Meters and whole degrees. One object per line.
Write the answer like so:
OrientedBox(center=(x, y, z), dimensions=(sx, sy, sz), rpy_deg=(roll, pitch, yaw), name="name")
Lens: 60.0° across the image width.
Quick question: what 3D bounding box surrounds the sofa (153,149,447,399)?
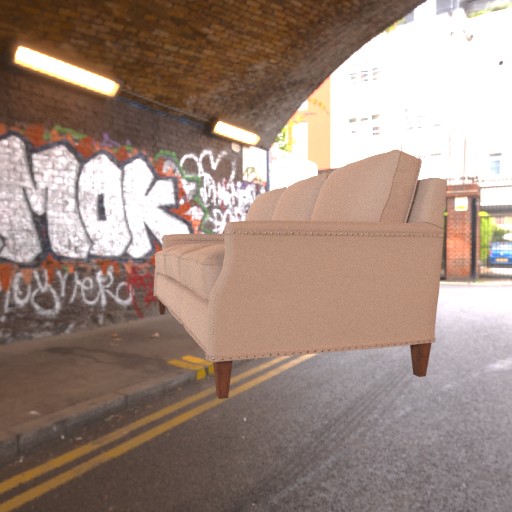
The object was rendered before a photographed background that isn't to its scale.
OrientedBox(center=(0.000, 0.000, 2.800), dimensions=(1.084, 1.003, 2.246), rpy_deg=(0, 1, -18), name="sofa")
